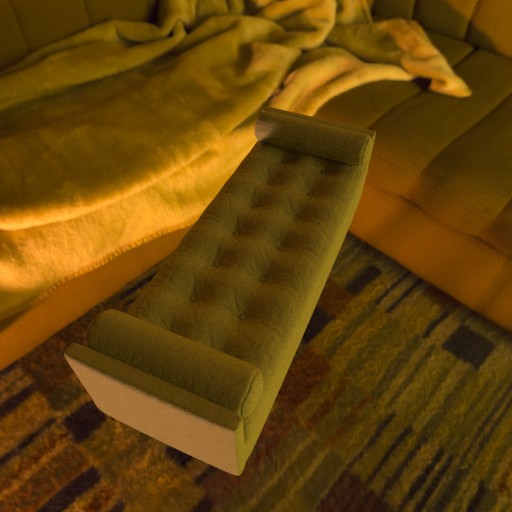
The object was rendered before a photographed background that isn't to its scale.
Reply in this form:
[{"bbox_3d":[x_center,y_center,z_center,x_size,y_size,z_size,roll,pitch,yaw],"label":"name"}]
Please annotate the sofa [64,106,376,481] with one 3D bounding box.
[{"bbox_3d":[0.000,0.000,2.511,0.796,0.705,2.102,18,51,16],"label":"sofa"}]
